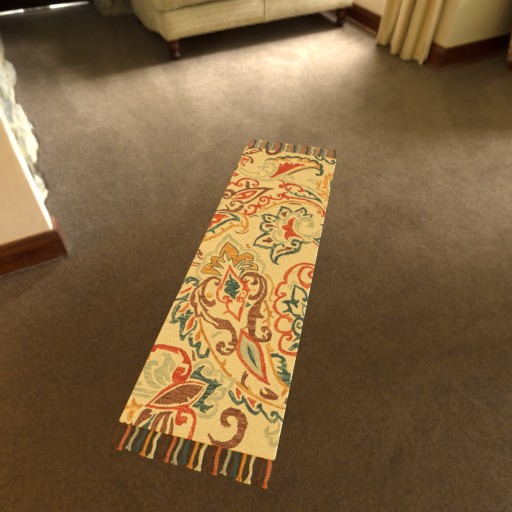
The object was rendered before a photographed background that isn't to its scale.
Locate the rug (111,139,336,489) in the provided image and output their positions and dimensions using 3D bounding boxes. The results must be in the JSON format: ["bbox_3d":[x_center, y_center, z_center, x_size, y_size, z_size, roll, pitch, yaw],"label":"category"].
[{"bbox_3d":[0.000,0.000,2.879,0.763,0.015,2.682,10,47,9],"label":"rug"}]
